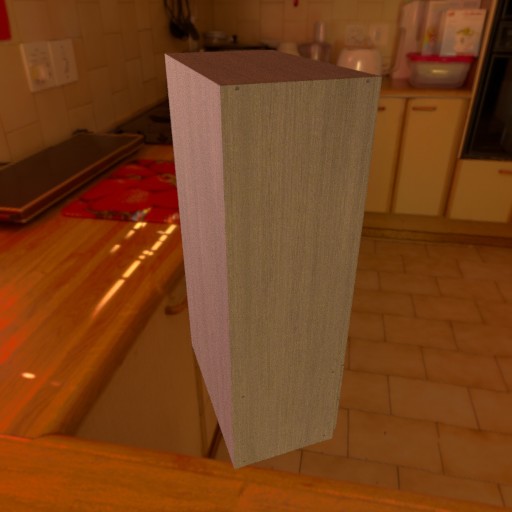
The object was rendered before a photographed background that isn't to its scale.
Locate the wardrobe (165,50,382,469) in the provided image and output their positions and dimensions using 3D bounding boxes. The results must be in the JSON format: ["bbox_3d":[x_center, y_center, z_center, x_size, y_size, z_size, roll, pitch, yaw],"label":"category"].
[{"bbox_3d":[0.000,0.000,2.248,0.577,1.808,0.991,-10,31,-17],"label":"wardrobe"}]
